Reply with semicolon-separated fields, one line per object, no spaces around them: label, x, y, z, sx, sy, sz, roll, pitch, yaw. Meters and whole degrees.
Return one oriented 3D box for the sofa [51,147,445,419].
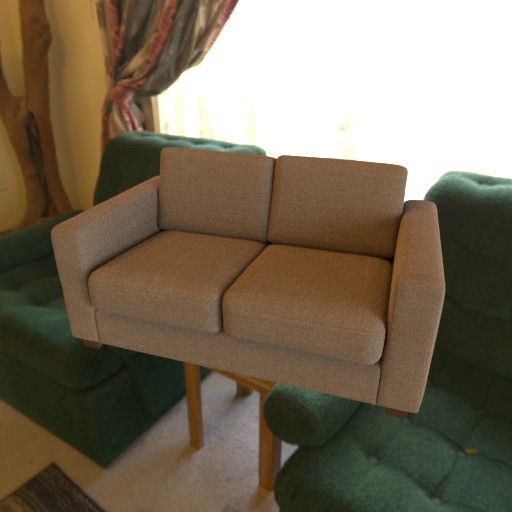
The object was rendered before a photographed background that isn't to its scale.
sofa;0.000;0.000;1.998;1.520;0.800;0.900;8;27;17
